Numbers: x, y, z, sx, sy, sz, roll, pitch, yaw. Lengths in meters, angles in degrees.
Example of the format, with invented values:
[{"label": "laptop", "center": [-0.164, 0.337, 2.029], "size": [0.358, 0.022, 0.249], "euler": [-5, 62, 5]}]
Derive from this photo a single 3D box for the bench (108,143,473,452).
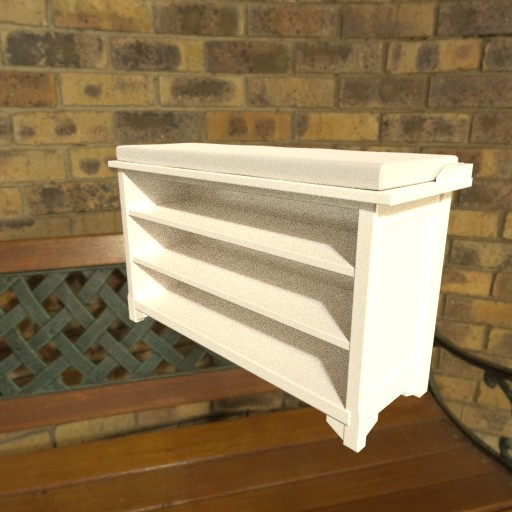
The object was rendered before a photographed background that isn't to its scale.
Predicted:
[{"label": "bench", "center": [0.000, 0.000, 1.252], "size": [0.346, 0.589, 0.987], "euler": [-16, 23, -42]}]
